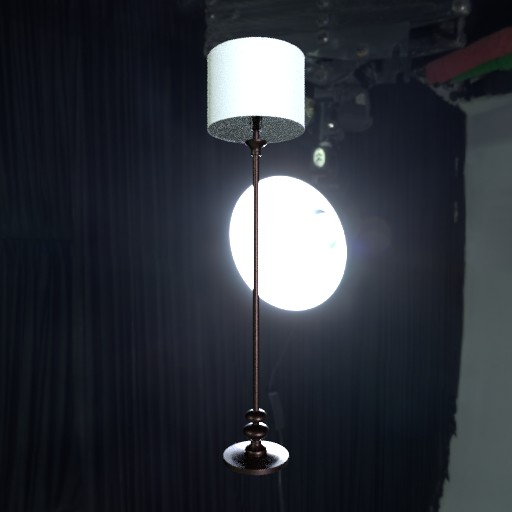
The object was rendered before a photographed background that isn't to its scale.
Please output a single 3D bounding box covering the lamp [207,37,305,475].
[{"bbox_3d":[0.000,0.000,1.629,0.356,1.487,0.356,0,0,-35],"label":"lamp"}]
